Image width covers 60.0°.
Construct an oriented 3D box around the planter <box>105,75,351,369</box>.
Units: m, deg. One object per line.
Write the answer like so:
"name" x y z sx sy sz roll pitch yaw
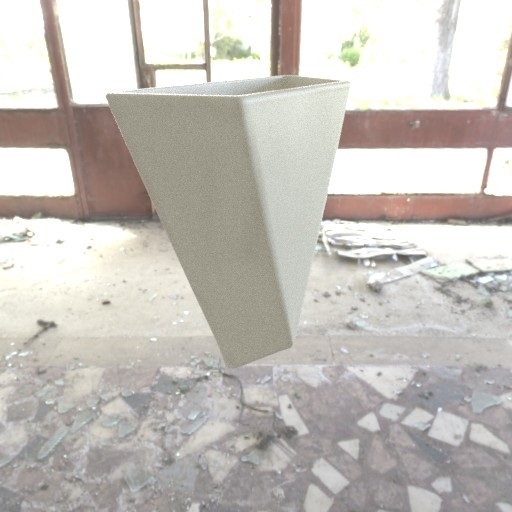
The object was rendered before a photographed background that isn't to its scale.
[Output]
"planter" 0.000 0.000 0.272 0.060 0.197 0.150 18 31 32
